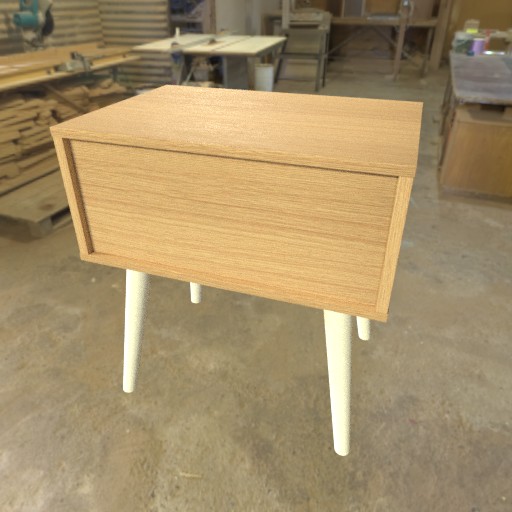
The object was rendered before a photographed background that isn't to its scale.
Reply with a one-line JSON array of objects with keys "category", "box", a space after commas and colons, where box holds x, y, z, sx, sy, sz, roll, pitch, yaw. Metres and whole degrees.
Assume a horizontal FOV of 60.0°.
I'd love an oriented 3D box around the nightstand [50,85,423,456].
[{"category": "nightstand", "box": [0.000, 0.000, 0.964, 0.571, 0.610, 0.407, 10, 33, 16]}]
